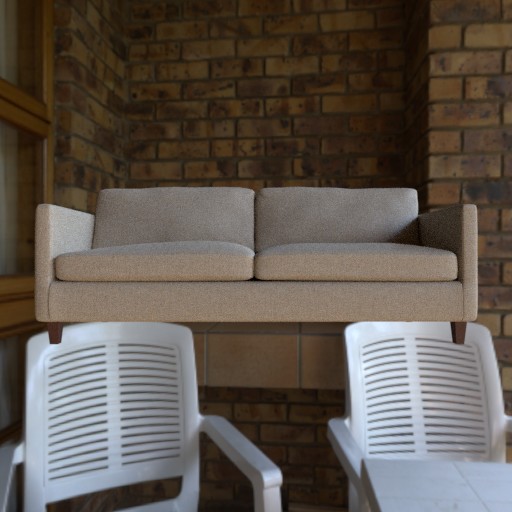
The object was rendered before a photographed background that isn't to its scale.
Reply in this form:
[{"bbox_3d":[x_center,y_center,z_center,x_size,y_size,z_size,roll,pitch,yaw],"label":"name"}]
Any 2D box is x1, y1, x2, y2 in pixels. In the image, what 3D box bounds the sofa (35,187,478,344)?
[{"bbox_3d":[0.000,0.000,2.849,2.434,0.965,0.951,0,0,0],"label":"sofa"}]
